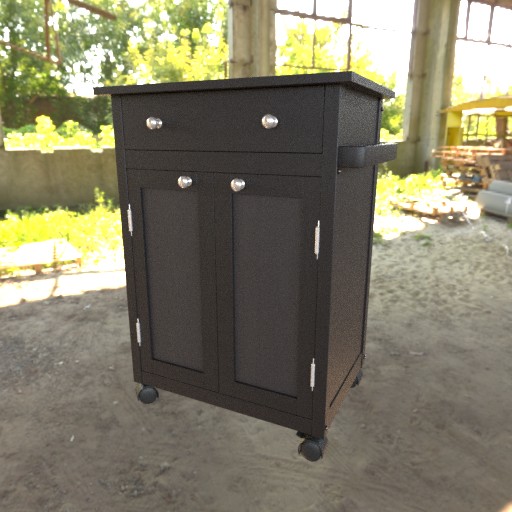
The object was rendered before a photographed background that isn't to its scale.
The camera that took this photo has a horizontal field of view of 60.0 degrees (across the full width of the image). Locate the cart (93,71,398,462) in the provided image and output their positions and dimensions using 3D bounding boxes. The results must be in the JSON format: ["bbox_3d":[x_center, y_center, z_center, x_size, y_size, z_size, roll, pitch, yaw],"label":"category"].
[{"bbox_3d":[0.000,0.000,1.244,0.660,0.879,0.456,7,17,25],"label":"cart"}]
